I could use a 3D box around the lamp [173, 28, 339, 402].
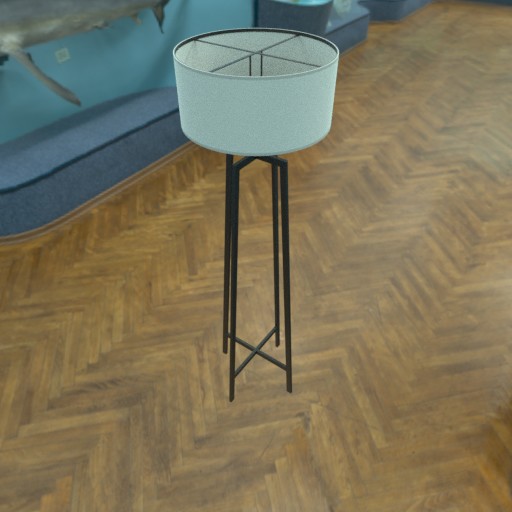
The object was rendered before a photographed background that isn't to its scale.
[{"bbox_3d":[0.000,0.000,1.721,0.456,1.510,0.457,25,46,26],"label":"lamp"}]
